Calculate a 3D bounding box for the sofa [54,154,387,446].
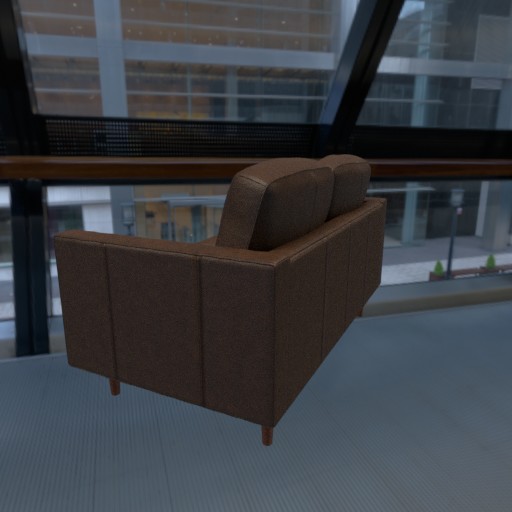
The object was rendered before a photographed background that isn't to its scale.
[{"bbox_3d":[0.000,0.000,2.127,0.909,0.951,1.578,7,16,26],"label":"sofa"}]
